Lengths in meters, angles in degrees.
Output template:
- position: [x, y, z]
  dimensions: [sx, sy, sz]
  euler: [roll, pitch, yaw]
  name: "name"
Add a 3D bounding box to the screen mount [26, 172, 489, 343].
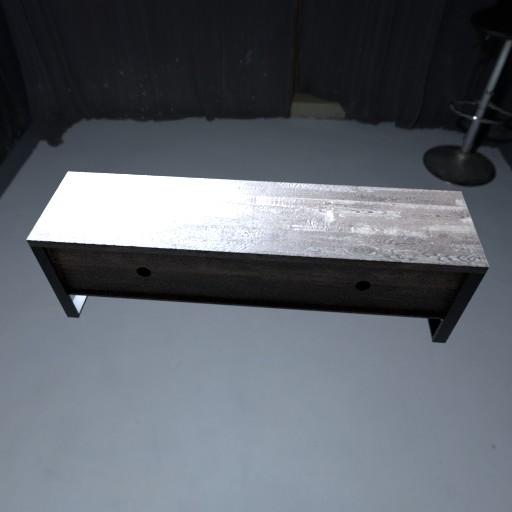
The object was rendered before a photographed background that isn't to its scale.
- position: [0.000, 0.000, 1.753]
  dimensions: [1.524, 0.450, 0.395]
  euler: [3, 47, 3]
  name: "screen mount"
